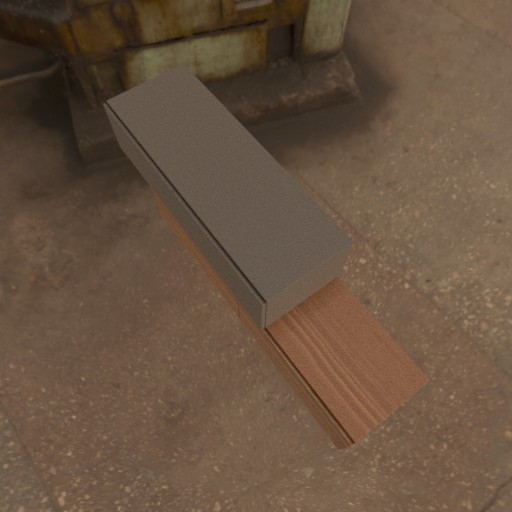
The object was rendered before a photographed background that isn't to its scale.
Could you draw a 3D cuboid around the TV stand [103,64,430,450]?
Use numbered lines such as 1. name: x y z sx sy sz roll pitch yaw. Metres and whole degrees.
1. TV stand: 0.000 0.000 1.584 0.329 0.591 1.336 -33 68 -16
